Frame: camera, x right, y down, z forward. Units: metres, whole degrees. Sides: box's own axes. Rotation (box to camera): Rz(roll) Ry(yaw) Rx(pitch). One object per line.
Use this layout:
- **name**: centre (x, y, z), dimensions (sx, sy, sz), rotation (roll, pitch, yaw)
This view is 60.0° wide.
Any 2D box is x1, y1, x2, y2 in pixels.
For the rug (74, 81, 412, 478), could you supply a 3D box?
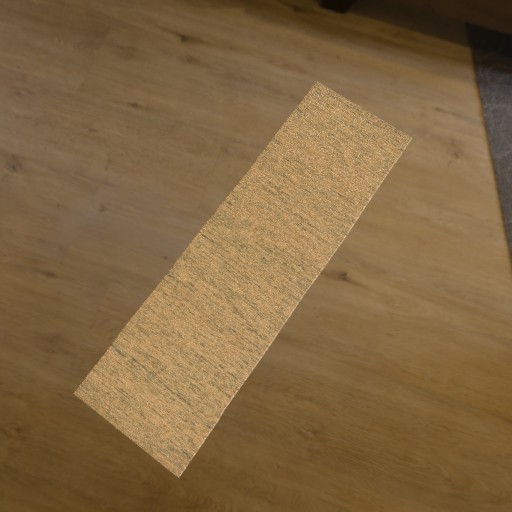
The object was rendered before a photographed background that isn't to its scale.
- **rug**: centre (0.000, 0.000, 2.480), dimensions (0.700, 0.014, 2.290), rotation (34, 77, 9)
